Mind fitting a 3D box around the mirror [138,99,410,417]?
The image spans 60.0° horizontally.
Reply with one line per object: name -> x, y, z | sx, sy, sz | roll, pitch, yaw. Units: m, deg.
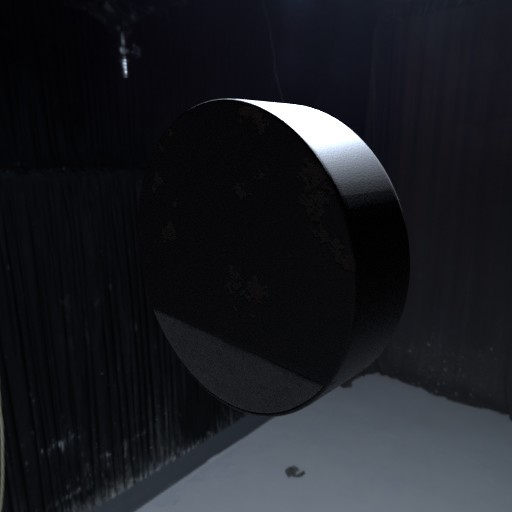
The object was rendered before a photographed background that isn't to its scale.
mirror -> 0.000, 0.000, 0.587 | 0.386, 0.386, 0.126 | 14, 19, 43
